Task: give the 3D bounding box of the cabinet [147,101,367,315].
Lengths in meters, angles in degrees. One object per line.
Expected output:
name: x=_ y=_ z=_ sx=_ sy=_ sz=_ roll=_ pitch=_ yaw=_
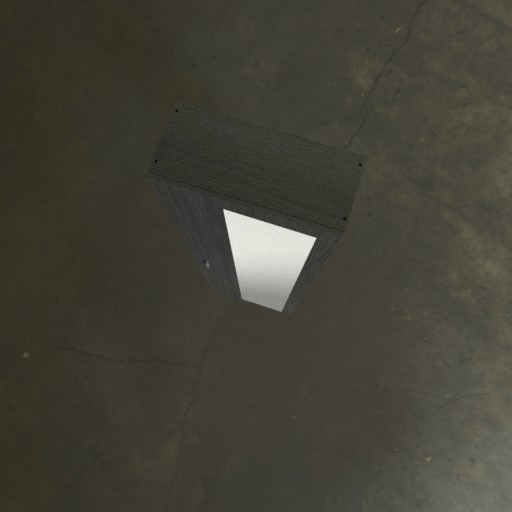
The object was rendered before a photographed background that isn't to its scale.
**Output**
cabinet: x=0.000 y=0.000 z=1.954 sx=0.500 sy=1.790 sz=0.230 roll=18 pitch=77 yaw=4
